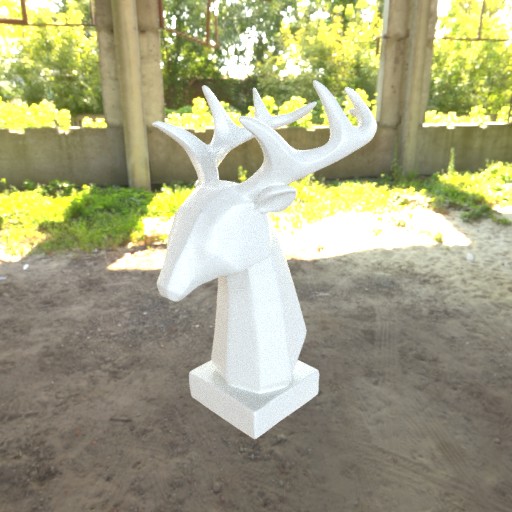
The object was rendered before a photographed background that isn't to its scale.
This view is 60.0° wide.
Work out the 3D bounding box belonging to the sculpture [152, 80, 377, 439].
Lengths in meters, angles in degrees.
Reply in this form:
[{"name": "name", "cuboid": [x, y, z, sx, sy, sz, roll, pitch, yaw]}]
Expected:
[{"name": "sculpture", "cuboid": [0.000, 0.000, 0.447, 0.174, 0.329, 0.224, 16, 24, 42]}]
